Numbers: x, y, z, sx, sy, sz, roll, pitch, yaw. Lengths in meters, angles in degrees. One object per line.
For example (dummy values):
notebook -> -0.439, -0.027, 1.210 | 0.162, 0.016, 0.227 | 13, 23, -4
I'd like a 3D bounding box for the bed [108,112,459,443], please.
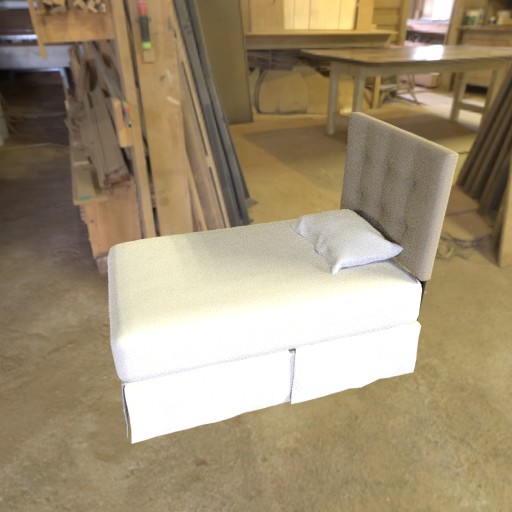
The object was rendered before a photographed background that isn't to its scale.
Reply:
bed -> 0.000, 0.000, 3.000 | 1.997, 1.571, 1.261 | -9, 31, -15
